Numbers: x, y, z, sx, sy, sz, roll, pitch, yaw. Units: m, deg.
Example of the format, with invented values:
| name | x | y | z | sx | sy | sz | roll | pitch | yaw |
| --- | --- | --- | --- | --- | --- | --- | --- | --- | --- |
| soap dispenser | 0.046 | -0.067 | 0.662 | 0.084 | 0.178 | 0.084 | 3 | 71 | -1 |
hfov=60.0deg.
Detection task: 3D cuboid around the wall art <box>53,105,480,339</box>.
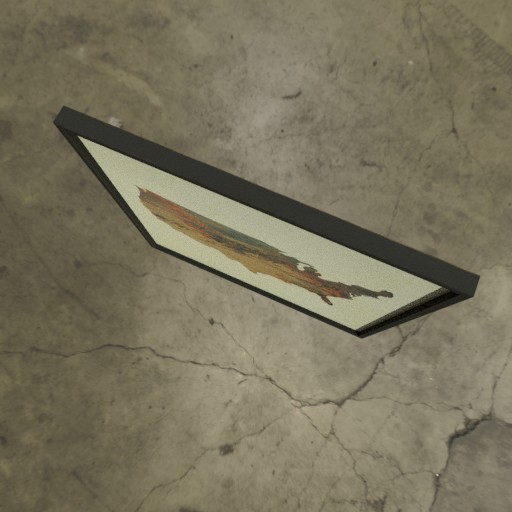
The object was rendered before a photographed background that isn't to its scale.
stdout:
| name | x | y | z | sx | sy | sz | roll | pitch | yaw |
| --- | --- | --- | --- | --- | --- | --- | --- | --- | --- |
| wall art | 0.000 | 0.000 | 1.105 | 0.762 | 0.762 | 0.038 | 23 | 76 | 6 |
